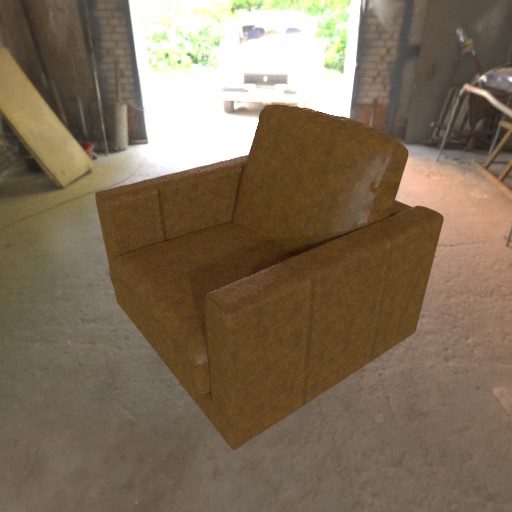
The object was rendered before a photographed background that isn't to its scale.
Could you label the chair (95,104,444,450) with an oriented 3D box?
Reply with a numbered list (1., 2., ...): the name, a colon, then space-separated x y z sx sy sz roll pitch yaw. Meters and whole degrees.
1. chair: 0.000 0.000 1.653 0.909 0.956 0.890 -22 38 -31
